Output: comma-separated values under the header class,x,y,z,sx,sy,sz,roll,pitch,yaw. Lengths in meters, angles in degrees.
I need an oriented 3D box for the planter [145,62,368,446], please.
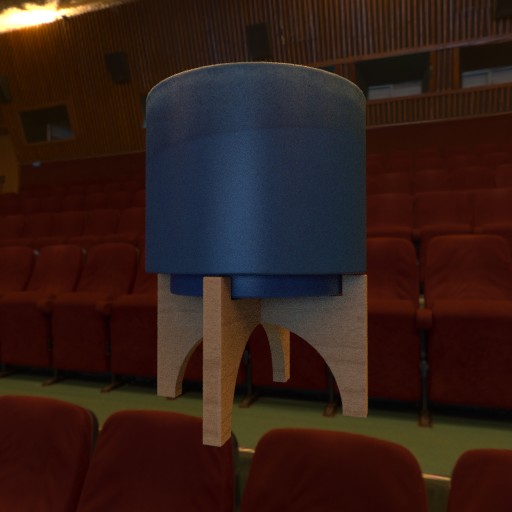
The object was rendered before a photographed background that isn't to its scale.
class,x,y,z,sx,sy,sz,roll,pitch,yaw
planter,0.000,0.000,0.397,0.192,0.263,0.192,0,-1,0
